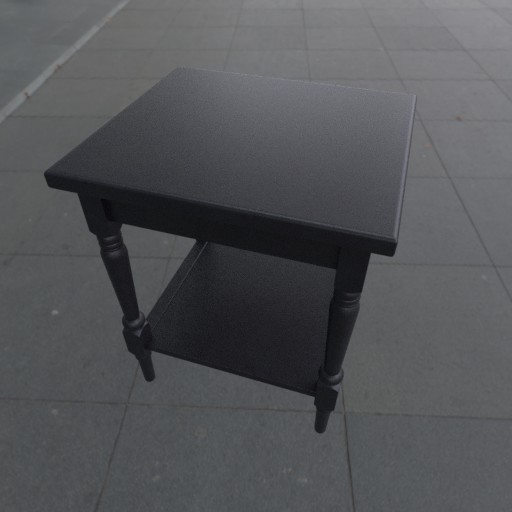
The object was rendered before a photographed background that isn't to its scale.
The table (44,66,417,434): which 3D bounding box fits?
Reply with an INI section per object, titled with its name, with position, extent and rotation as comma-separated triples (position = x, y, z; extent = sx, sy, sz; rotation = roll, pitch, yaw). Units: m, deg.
[table]
position = 0.000, 0.000, 0.911
extent = 0.488, 0.565, 0.442
rotation = 12, 44, 13
